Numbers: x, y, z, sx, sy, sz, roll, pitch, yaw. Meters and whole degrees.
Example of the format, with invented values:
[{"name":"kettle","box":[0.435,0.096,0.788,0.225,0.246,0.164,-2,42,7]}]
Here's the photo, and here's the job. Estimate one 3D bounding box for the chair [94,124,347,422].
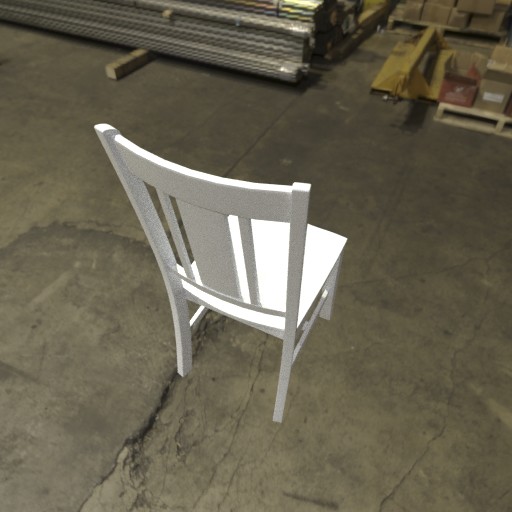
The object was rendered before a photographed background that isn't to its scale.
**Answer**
[{"name":"chair","box":[0.000,0.000,1.307,0.450,0.998,0.555,20,50,18]}]
